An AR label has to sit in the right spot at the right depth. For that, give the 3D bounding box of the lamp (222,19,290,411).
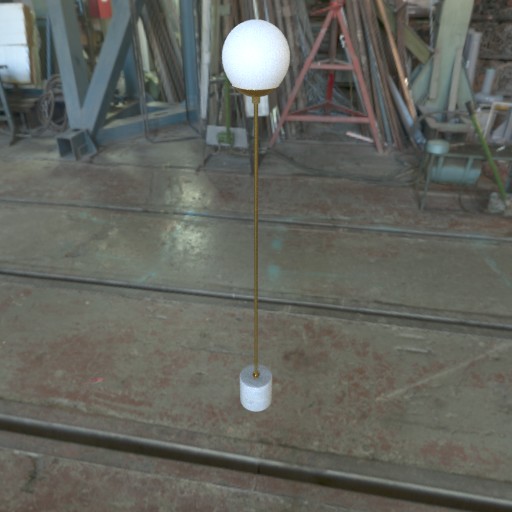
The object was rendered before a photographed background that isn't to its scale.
[{"bbox_3d":[0.000,0.000,1.859,0.224,1.753,0.224,-20,37,-29],"label":"lamp"}]
